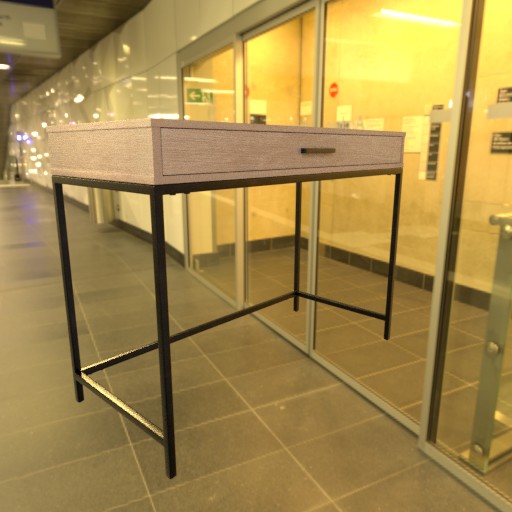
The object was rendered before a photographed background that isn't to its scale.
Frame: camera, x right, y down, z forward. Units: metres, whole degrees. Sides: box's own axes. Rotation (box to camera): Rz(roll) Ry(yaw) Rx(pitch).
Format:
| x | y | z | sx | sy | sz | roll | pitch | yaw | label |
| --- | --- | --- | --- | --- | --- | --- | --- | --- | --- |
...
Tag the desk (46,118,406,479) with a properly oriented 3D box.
| x | y | z | sx | sy | sz | roll | pitch | yaw | label |
| --- | --- | --- | --- | --- | --- | --- | --- | --- | --- |
| 0.000 | 0.000 | 1.388 | 0.470 | 0.762 | 1.016 | 13 | 19 | 42 | desk |
